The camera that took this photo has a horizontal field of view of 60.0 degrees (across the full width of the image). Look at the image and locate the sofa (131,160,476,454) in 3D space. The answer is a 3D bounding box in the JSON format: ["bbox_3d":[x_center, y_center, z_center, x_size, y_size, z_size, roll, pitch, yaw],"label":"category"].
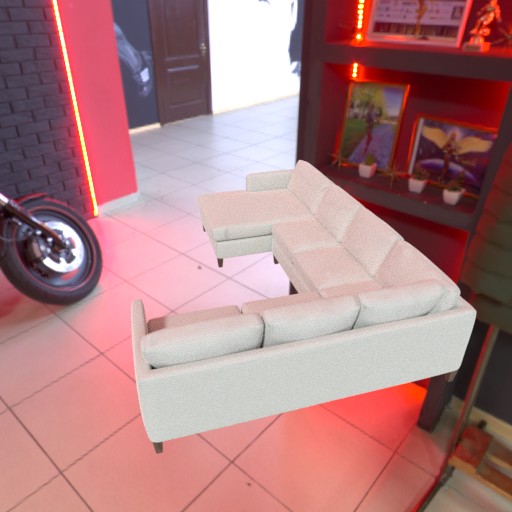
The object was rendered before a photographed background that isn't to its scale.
[{"bbox_3d":[0.000,0.000,4.614,2.593,0.956,3.459,-8,31,-14],"label":"sofa"}]
